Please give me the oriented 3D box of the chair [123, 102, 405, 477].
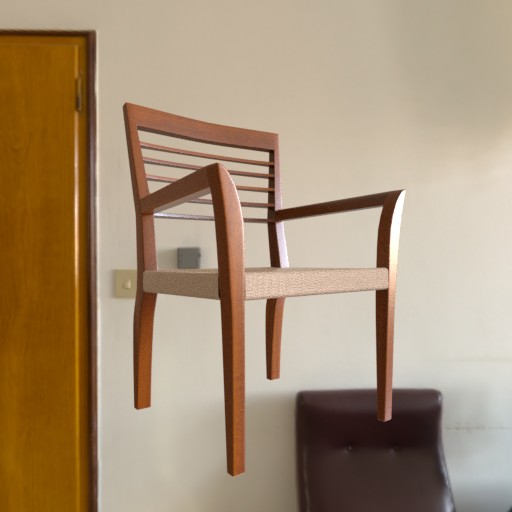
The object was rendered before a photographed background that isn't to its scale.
[{"bbox_3d":[0.000,0.000,1.214,0.587,0.855,0.540,0,1,-37],"label":"chair"}]
